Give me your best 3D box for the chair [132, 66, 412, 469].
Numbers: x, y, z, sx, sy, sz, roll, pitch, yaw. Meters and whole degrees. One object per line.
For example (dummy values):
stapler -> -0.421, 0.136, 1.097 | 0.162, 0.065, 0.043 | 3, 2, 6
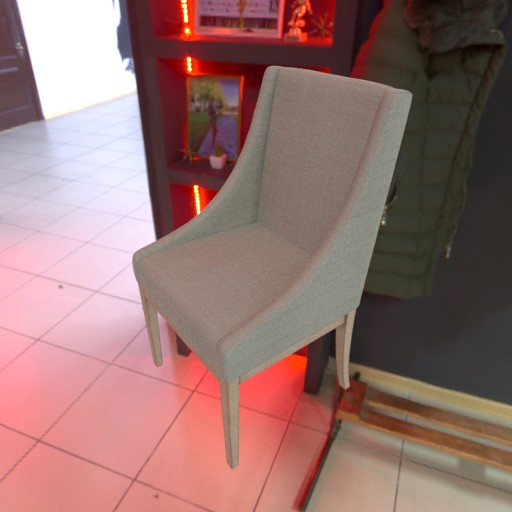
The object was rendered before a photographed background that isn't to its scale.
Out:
chair -> 0.000, 0.000, 1.397 | 0.611, 1.021, 0.575 | -20, 37, -30
